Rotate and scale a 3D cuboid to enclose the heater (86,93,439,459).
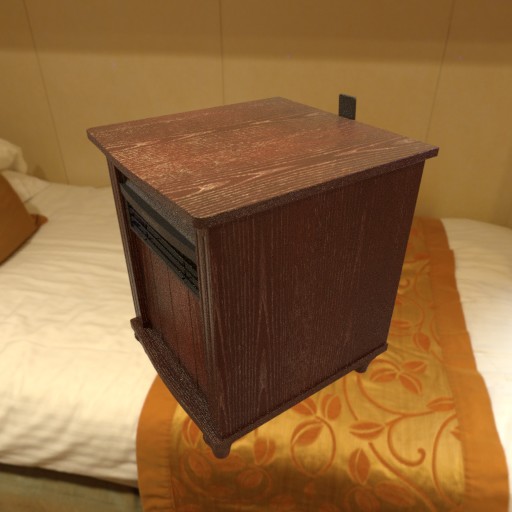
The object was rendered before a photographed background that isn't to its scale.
[{"bbox_3d":[0.000,0.000,0.753,0.400,0.481,0.362,-20,38,-29],"label":"heater"}]
